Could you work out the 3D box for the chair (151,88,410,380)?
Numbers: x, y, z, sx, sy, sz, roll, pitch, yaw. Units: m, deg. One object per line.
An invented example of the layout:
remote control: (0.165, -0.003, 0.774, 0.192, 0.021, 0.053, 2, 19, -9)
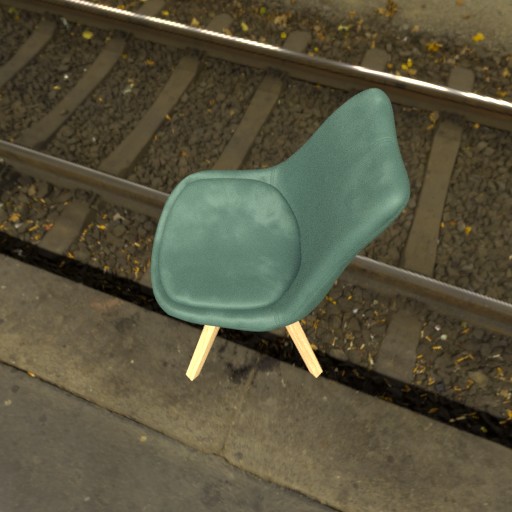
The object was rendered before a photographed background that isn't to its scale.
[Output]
chair: (0.000, 0.000, 1.196, 0.547, 0.865, 0.483, 0, 59, 0)
